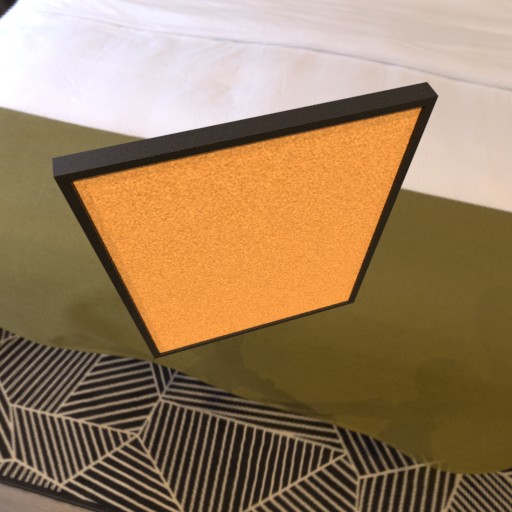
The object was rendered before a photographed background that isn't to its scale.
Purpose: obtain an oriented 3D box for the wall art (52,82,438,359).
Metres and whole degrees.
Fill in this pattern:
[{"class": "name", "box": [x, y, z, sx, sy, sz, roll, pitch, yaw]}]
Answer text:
[{"class": "wall art", "box": [0.000, 0.000, 0.747, 0.457, 0.559, 0.029, -14, 58, -9]}]
